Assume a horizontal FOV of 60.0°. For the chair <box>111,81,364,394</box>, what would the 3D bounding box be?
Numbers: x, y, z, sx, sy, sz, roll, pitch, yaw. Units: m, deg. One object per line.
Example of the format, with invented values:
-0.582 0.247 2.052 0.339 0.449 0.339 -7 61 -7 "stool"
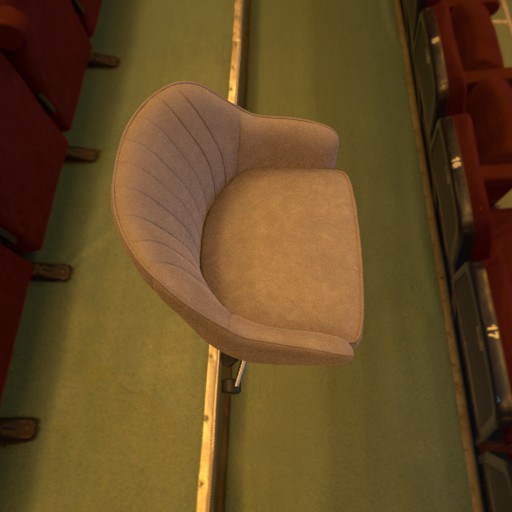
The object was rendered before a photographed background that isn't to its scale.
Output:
0.000 0.000 1.231 0.573 0.831 0.635 1 65 1 "chair"
